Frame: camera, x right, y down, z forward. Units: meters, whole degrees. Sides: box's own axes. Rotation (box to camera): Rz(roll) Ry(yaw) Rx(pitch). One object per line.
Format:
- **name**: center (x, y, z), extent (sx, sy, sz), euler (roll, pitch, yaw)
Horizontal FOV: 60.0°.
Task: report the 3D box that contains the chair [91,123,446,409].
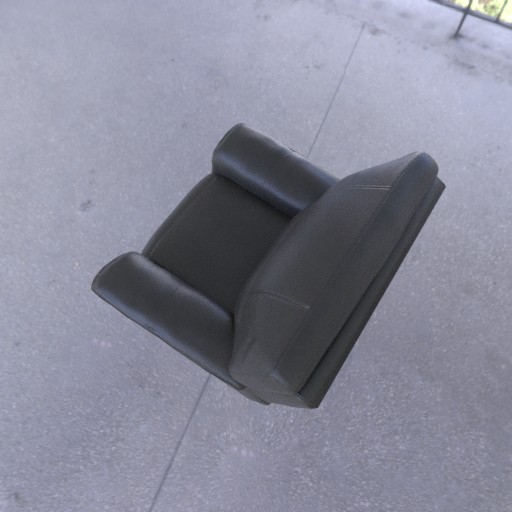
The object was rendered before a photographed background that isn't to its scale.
- **chair**: center (0.000, 0.000, 1.985), extent (1.087, 1.109, 1.096), euler (31, 68, 14)
